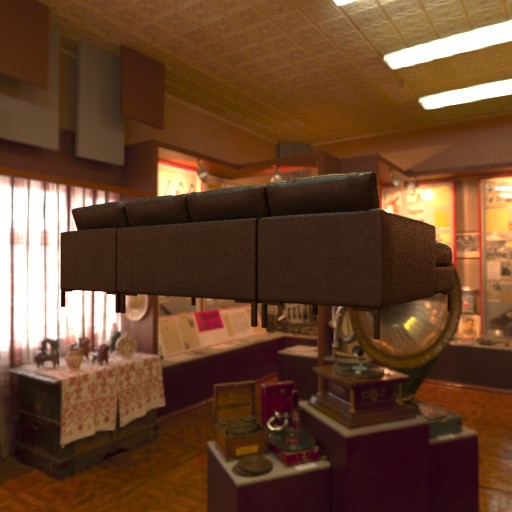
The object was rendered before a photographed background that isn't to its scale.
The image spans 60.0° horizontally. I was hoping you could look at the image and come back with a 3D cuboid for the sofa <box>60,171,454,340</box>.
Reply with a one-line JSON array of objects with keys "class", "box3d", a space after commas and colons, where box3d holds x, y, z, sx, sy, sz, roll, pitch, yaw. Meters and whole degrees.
[{"class": "sofa", "box3d": [0.000, 0.000, 3.843, 2.956, 0.900, 1.939, -1, -1, 36]}]
